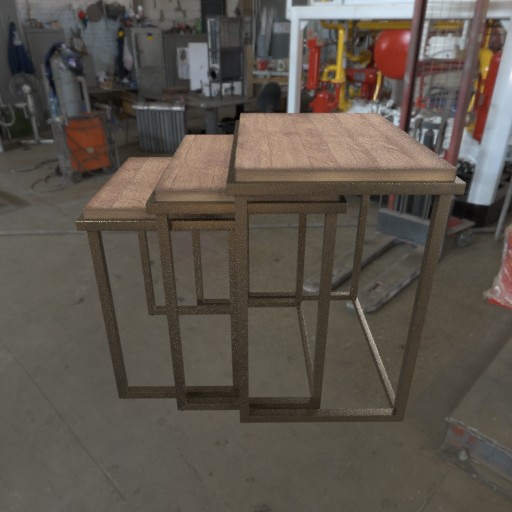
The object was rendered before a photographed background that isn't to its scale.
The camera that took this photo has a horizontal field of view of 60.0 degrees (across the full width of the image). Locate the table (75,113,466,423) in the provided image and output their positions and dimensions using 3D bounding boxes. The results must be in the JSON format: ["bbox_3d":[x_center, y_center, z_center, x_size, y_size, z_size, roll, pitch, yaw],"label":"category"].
[{"bbox_3d":[0.000,0.000,1.126,0.706,0.610,0.559,0,28,0],"label":"table"}]
